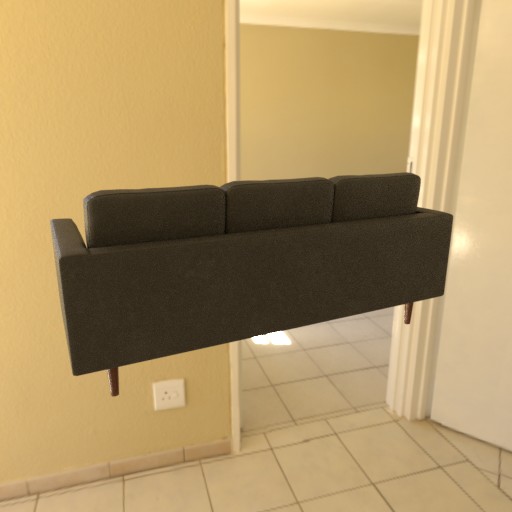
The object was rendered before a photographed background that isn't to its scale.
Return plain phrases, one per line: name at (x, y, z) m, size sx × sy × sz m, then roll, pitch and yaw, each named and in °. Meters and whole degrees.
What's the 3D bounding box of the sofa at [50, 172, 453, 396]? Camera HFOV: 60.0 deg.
sofa at (0.000, 0.000, 2.477) m, size 2.029 × 0.899 × 0.879 m, roll -8°, pitch 17°, yaw -25°
